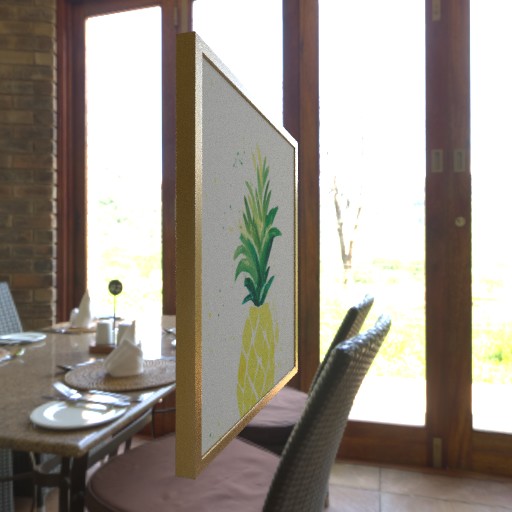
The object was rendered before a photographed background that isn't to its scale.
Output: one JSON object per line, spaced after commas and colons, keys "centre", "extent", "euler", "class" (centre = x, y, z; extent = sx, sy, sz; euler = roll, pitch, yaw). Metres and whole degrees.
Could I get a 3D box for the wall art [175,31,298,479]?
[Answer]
{"centre": [0.000, 0.000, 1.117], "extent": [0.037, 0.760, 0.762], "euler": [0, 0, 18], "class": "wall art"}
